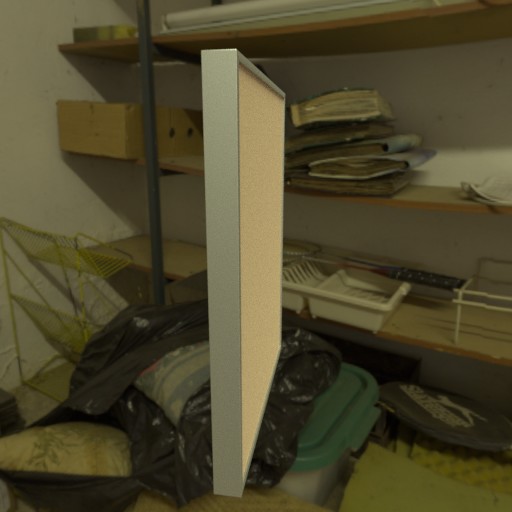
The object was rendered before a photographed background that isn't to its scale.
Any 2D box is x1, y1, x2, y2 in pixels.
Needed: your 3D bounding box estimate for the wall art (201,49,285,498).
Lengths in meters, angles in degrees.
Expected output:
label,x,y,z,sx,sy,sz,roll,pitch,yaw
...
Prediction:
label,x,y,z,sx,sy,sz,roll,pitch,yaw
wall art,0.000,0.000,0.738,0.039,0.553,0.445,3,15,10
